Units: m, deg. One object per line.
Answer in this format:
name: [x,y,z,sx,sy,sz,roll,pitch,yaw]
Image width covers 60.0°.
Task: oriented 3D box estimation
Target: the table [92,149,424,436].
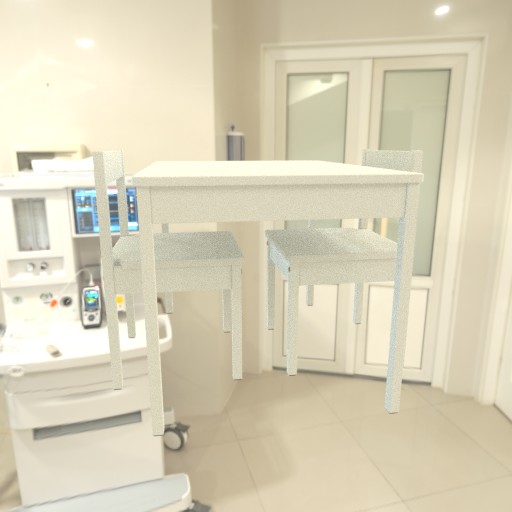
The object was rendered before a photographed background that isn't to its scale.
table: [0.000,0.000,1.082,0.672,0.503,0.650,-2,14,-9]
